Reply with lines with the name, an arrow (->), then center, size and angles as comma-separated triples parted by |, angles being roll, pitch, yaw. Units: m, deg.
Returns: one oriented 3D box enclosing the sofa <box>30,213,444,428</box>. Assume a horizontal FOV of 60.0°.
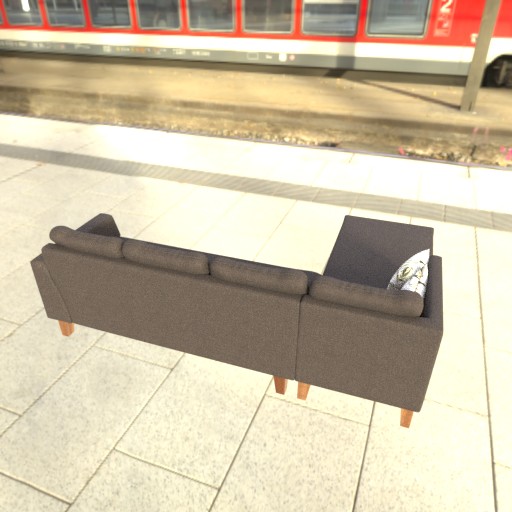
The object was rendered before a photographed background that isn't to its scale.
sofa -> 0.000, 0.000, 3.524 | 2.679, 0.932, 1.829 | 10, 33, 16
